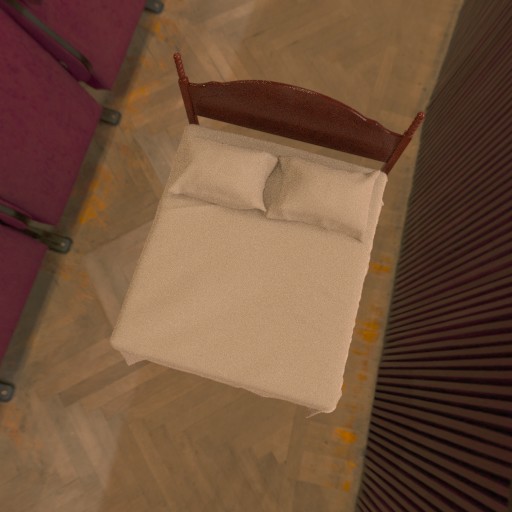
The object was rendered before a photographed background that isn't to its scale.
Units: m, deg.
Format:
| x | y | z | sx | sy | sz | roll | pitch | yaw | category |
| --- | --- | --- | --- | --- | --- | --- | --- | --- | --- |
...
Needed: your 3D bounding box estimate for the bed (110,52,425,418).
| x | y | z | sx | sy | sz | roll | pitch | yaw | category |
| --- | --- | --- | --- | --- | --- | --- | --- | --- | --- |
| 0.000 | 0.000 | 3.213 | 1.873 | 1.356 | 2.040 | 15 | 76 | 4 | bed |
